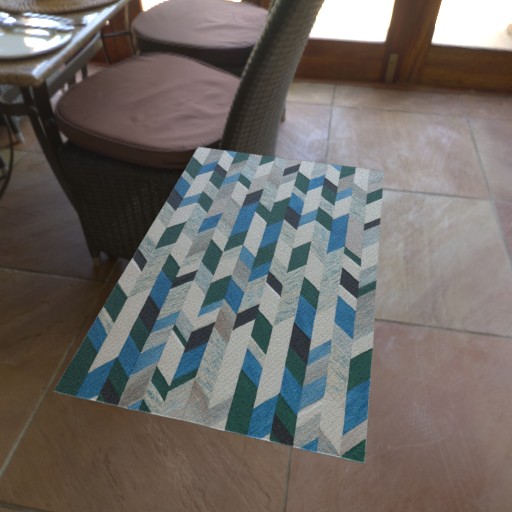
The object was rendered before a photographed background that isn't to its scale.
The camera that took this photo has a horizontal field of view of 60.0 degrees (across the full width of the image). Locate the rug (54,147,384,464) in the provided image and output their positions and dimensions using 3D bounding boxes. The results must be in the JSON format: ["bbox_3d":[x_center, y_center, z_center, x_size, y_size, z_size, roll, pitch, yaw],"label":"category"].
[{"bbox_3d":[0.000,0.000,2.274,1.229,0.005,1.827,10,46,9],"label":"rug"}]
